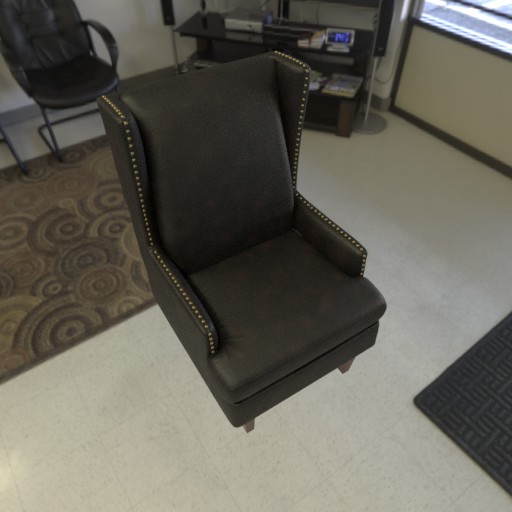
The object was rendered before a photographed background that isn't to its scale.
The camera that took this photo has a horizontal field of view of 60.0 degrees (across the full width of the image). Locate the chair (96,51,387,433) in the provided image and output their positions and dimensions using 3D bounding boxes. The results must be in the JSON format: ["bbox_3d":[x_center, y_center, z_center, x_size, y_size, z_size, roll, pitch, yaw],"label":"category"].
[{"bbox_3d":[0.000,0.000,1.657,0.703,1.142,0.799,-24,51,-21],"label":"chair"}]
